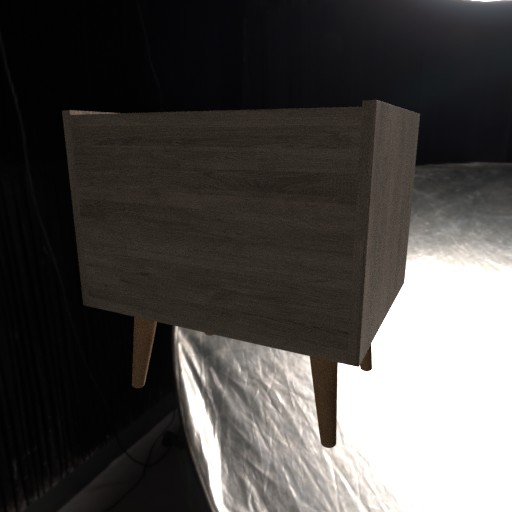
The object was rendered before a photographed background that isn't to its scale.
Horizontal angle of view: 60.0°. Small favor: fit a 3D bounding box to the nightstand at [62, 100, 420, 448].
[{"bbox_3d":[0.000,0.000,0.811,0.480,0.500,0.380,7,17,25],"label":"nightstand"}]
